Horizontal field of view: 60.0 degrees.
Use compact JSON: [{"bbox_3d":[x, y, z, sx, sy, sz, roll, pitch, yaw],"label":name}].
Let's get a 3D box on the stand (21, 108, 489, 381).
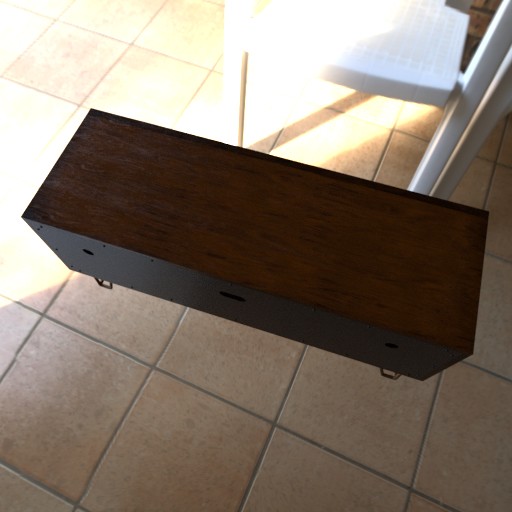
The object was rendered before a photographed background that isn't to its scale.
[{"bbox_3d":[0.000,0.000,1.646,1.372,0.610,0.481,16,65,8],"label":"stand"}]
